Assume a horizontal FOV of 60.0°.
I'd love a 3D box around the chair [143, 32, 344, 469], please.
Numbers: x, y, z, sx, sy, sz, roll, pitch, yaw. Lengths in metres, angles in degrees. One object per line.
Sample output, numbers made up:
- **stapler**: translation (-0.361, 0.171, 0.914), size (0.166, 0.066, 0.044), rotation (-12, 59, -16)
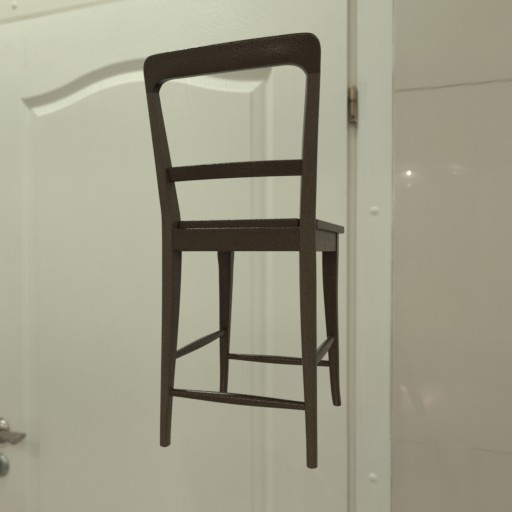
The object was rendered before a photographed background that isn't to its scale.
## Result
- **chair**: translation (0.000, 0.000, 1.270), size (0.450, 0.991, 0.546), rotation (0, 1, 17)
